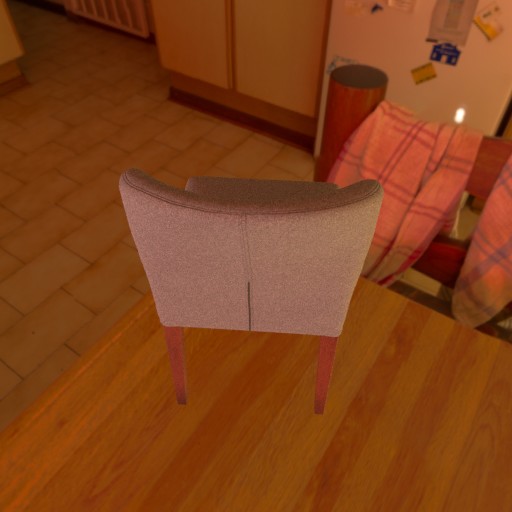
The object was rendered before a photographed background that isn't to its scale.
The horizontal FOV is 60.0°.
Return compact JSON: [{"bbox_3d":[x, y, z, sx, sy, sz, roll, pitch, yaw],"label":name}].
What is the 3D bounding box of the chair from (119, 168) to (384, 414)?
[{"bbox_3d":[0.000,0.000,1.193,0.491,0.839,0.592,3,48,3],"label":"chair"}]
